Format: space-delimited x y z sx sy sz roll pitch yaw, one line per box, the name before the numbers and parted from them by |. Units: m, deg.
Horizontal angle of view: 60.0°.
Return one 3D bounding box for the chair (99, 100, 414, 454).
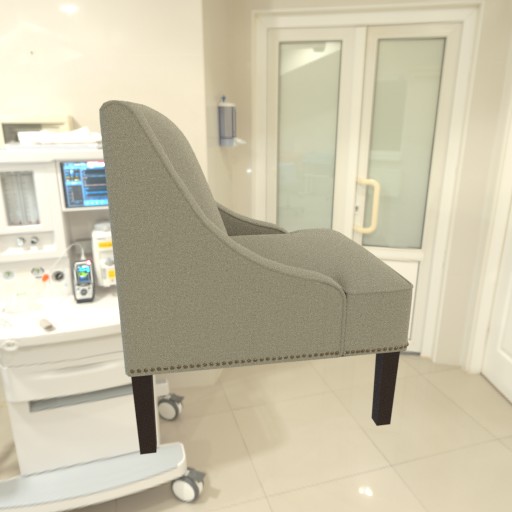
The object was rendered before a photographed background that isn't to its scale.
chair | 0.000 0.000 1.332 0.737 0.864 0.610 -3 18 -9
